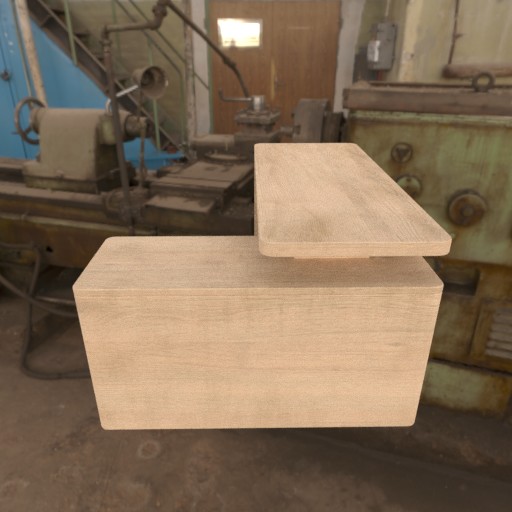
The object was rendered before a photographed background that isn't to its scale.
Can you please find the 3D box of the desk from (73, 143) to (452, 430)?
[{"bbox_3d":[0.000,0.000,2.108,1.175,0.770,1.400,0,26,-1],"label":"desk"}]
